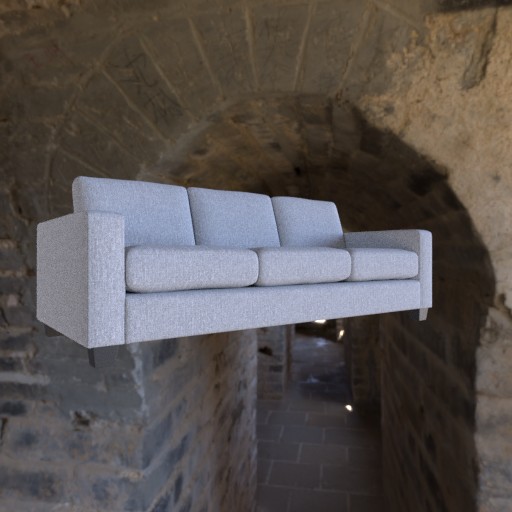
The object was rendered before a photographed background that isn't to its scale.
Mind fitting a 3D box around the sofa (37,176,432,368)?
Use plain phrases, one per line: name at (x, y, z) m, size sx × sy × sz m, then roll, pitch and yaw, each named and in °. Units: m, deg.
sofa at (0.000, 0.000, 2.514) m, size 2.120 × 0.800 × 0.900 m, roll 0°, pitch 0°, yaw -36°
